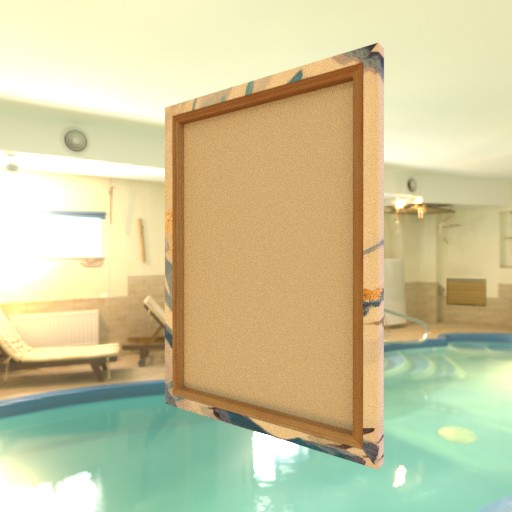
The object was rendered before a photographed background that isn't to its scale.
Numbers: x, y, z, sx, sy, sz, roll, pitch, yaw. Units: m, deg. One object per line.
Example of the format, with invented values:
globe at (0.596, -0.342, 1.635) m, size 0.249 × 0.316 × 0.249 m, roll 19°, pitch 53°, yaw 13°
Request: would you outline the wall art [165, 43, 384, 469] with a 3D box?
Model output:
wall art at (0.000, 0.000, 1.298) m, size 0.761 × 1.015 × 0.038 m, roll 0°, pitch 0°, yaw 38°
